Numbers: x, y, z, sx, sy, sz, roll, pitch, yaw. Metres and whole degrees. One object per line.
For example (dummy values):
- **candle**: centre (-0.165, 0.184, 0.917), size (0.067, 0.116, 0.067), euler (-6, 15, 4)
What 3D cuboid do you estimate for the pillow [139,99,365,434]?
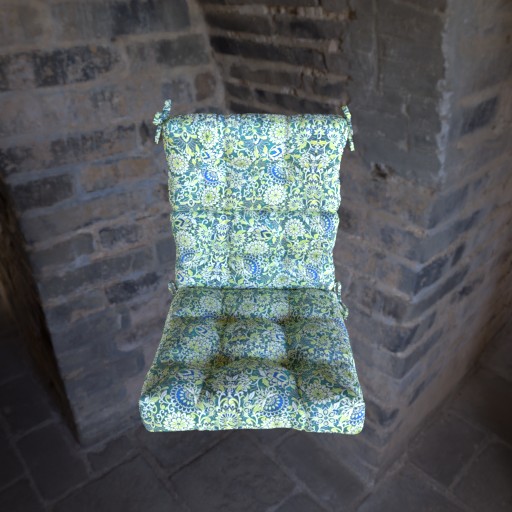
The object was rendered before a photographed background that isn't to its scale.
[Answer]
- **pillow**: centre (0.000, 0.000, 1.039), size (0.519, 0.605, 0.571), euler (1, 30, 1)
